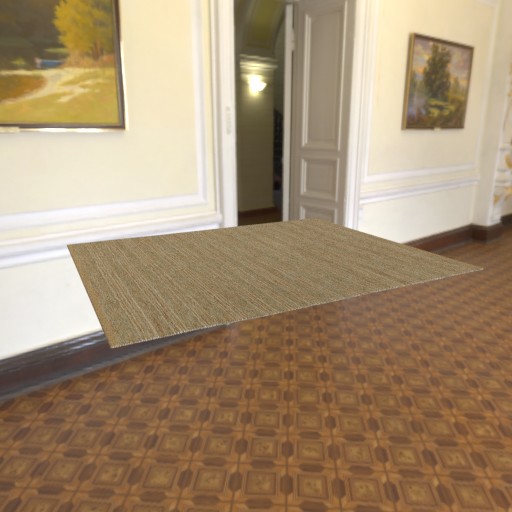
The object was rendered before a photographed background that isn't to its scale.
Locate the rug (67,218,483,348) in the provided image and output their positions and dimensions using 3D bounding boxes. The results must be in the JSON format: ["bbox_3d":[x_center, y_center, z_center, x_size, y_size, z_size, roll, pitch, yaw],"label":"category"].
[{"bbox_3d":[0.000,0.000,4.099,3.034,0.012,2.471,-8,18,-26],"label":"rug"}]
